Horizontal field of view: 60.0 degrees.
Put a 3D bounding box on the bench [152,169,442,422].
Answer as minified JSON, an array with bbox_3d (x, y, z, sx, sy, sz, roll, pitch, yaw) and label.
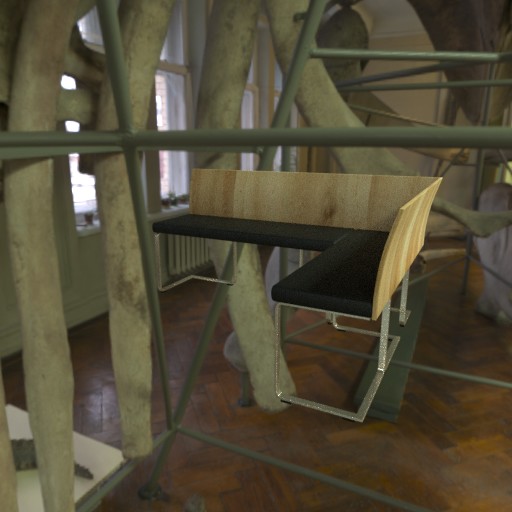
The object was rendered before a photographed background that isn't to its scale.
[{"bbox_3d":[0.000,0.000,2.767,1.945,0.930,1.495,7,17,26],"label":"bench"}]
